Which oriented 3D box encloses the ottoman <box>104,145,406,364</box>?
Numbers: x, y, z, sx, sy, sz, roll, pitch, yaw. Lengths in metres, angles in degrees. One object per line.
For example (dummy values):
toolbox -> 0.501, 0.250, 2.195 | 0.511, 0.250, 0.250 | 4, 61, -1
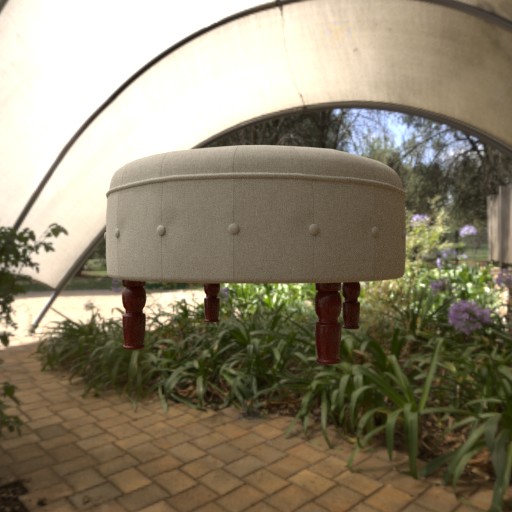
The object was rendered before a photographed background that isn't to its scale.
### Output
ottoman -> 0.000, 0.000, 1.323 | 0.850, 0.483, 0.850 | 0, 0, 0
